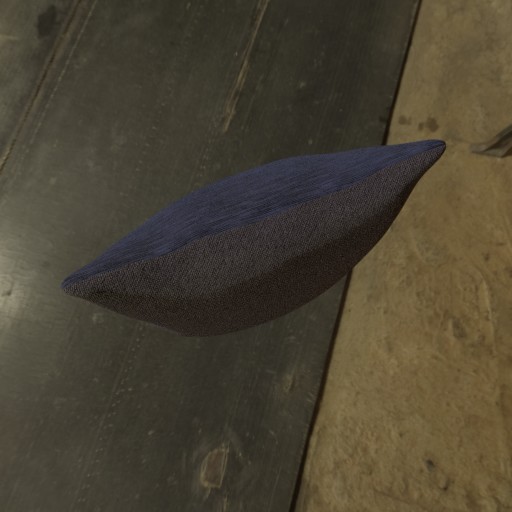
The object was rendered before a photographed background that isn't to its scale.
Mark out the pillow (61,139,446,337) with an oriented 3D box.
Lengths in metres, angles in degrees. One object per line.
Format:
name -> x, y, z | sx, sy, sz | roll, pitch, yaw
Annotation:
pillow -> 0.000, 0.000, 0.687 | 0.452, 0.439, 0.204 | -21, 78, -5
